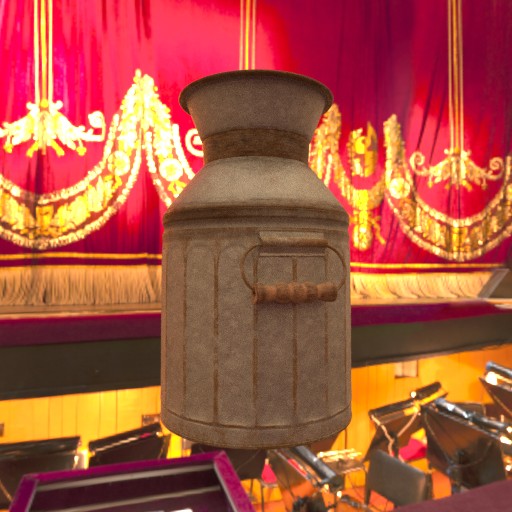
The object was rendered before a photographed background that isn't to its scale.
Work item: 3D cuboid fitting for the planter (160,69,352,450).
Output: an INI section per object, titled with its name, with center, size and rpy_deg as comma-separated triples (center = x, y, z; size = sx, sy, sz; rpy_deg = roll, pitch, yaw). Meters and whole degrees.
[planter]
center = 0.000, 0.000, 0.510
size = 0.215, 0.358, 0.248
rpy_deg = 0, -1, -20
